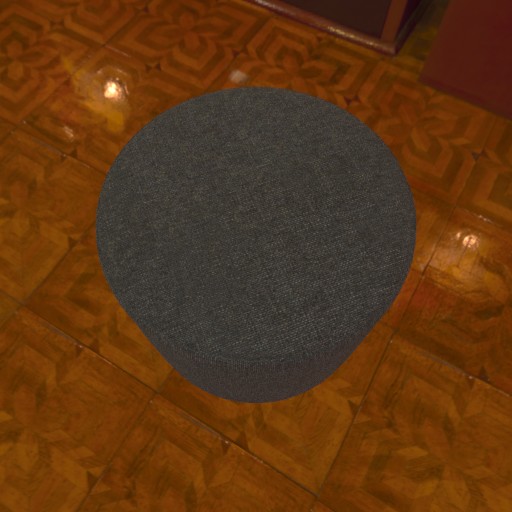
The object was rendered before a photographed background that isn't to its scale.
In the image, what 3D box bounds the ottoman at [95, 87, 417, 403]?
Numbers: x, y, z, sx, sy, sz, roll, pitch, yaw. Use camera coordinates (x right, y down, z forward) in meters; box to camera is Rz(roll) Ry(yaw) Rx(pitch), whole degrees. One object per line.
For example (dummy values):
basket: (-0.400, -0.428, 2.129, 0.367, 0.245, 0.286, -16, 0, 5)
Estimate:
ottoman: (0.000, 0.000, 0.884, 0.520, 0.430, 0.520, 0, 65, 0)
